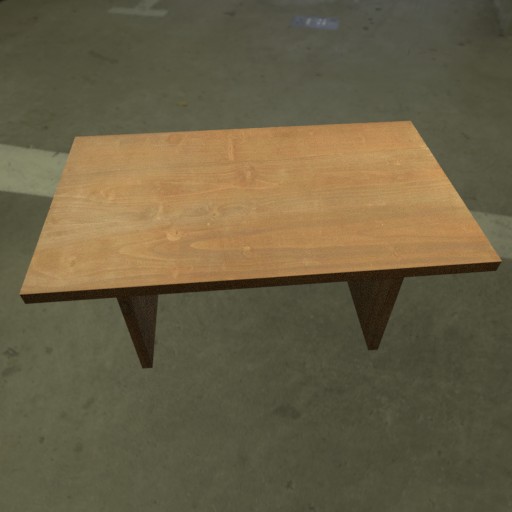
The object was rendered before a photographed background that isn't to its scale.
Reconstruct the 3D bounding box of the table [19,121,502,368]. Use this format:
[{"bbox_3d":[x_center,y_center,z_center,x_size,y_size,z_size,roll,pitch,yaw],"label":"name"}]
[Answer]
[{"bbox_3d":[0.000,0.000,2.076,1.609,0.780,0.946,-4,46,-4],"label":"table"}]
